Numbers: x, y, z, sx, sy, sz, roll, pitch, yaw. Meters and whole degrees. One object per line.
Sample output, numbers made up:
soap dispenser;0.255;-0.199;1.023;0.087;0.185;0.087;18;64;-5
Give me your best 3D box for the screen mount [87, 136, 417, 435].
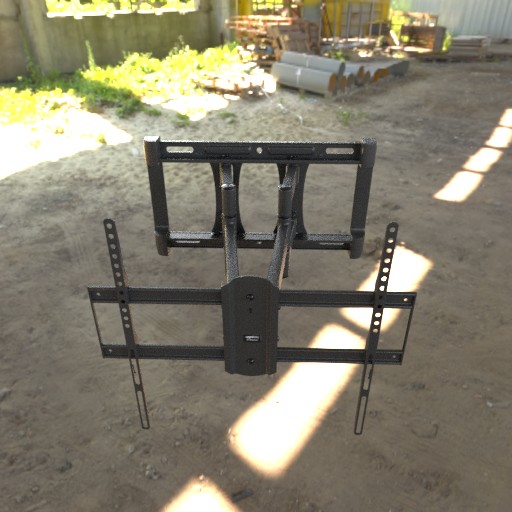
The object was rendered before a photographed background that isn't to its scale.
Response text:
screen mount;0.000;0.000;0.940;0.571;0.424;0.556;1;30;2
